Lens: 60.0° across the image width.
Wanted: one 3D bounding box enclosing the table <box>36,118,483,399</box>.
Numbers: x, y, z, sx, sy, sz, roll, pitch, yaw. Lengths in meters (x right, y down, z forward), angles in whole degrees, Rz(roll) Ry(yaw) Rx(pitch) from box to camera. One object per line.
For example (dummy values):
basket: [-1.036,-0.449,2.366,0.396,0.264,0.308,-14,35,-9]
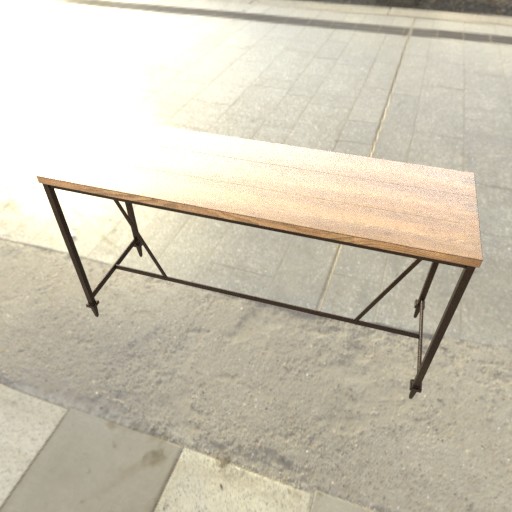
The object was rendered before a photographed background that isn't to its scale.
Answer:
table: [0.000,0.000,2.104,1.700,0.902,0.551,12,44,12]
